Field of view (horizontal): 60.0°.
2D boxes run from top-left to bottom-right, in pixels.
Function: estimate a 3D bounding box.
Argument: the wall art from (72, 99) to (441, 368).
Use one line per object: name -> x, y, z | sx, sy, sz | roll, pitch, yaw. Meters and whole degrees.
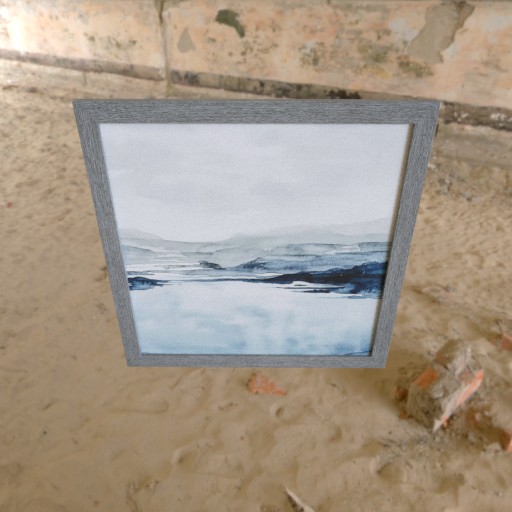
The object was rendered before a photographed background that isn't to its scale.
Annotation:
wall art -> 0.000, 0.000, 1.009 | 0.685, 0.685, 0.020 | 0, 32, 0
